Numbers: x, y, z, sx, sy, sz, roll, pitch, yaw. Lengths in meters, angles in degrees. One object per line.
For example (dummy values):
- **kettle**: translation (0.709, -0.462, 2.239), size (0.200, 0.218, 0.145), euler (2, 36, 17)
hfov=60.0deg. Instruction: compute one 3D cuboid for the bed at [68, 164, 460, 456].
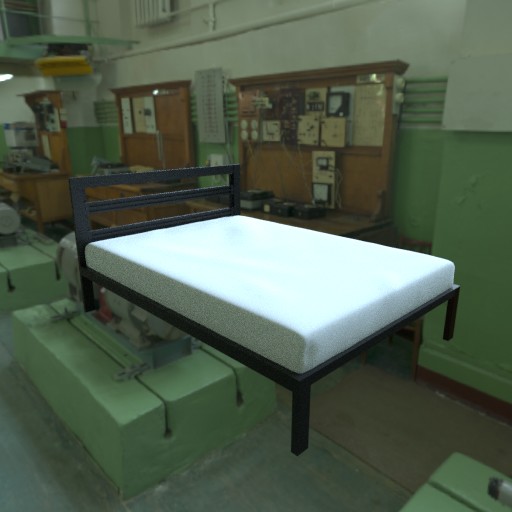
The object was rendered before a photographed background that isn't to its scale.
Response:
- **bed**: translation (0.000, 0.000, 2.908), size (1.524, 0.967, 2.062), euler (-16, 23, -42)
